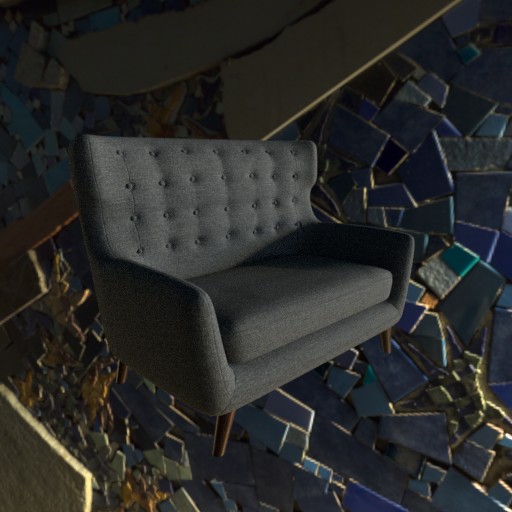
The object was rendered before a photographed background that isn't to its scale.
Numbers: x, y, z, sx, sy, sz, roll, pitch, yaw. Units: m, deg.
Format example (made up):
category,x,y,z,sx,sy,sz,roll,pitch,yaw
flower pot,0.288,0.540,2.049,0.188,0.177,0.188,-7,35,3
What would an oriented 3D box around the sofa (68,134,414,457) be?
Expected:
category,x,y,z,sx,sy,sz,roll,pitch,yaw
sofa,0.000,0.000,1.978,1.358,1.028,0.874,-13,18,-43
